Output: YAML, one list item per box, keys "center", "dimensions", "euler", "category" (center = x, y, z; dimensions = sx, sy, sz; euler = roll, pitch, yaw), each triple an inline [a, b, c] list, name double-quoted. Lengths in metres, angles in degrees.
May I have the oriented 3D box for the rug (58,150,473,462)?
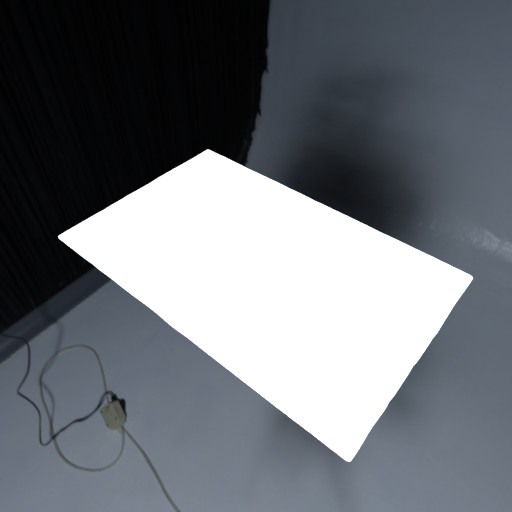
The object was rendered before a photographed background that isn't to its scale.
- center: [0.000, 0.000, 3.044]
  dimensions: [2.442, 0.010, 1.546]
  euler: [31, 52, 27]
  category: "rug"
